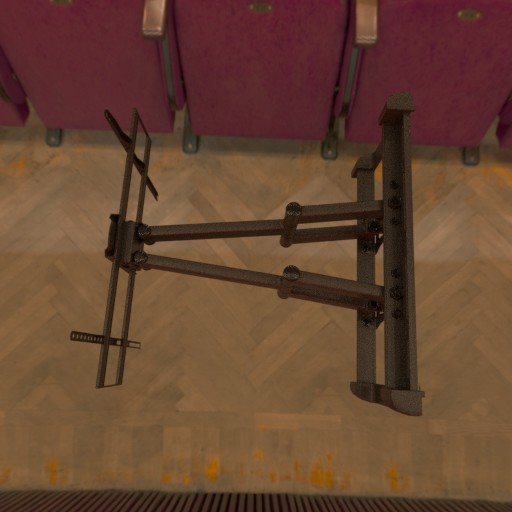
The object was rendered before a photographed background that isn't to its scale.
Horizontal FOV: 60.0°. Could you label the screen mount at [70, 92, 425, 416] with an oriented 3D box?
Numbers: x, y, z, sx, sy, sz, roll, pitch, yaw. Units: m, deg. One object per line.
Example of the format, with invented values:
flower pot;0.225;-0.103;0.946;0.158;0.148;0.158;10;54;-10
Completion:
screen mount;0.000;0.000;1.075;0.644;0.491;0.661;3;76;1
